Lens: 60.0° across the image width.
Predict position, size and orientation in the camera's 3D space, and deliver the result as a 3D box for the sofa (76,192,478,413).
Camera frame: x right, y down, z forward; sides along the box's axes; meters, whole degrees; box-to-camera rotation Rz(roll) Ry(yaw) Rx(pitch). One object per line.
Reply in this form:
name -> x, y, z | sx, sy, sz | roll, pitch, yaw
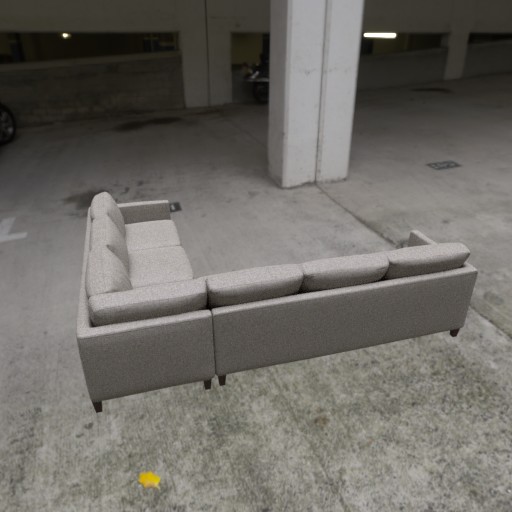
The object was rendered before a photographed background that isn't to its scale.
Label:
sofa -> 0.000, 0.000, 4.561 | 3.302, 0.947, 2.593 | -8, 28, -15
